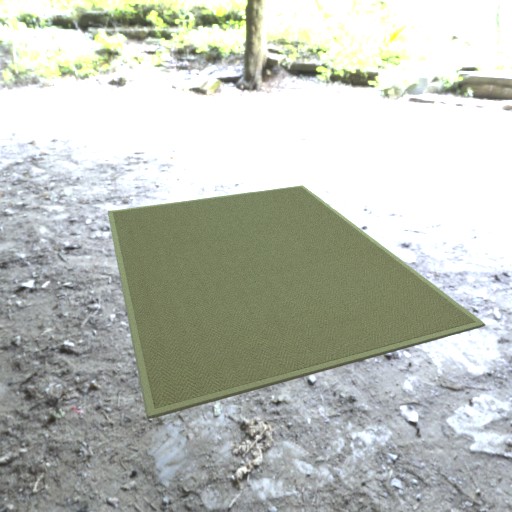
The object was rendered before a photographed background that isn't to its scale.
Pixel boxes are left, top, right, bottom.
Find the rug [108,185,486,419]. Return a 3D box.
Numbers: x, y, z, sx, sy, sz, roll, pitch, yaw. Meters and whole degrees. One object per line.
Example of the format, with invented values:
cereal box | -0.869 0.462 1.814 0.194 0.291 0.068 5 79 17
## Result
rug | 0.000 0.000 4.057 2.407 0.020 3.051 -10 31 -18
